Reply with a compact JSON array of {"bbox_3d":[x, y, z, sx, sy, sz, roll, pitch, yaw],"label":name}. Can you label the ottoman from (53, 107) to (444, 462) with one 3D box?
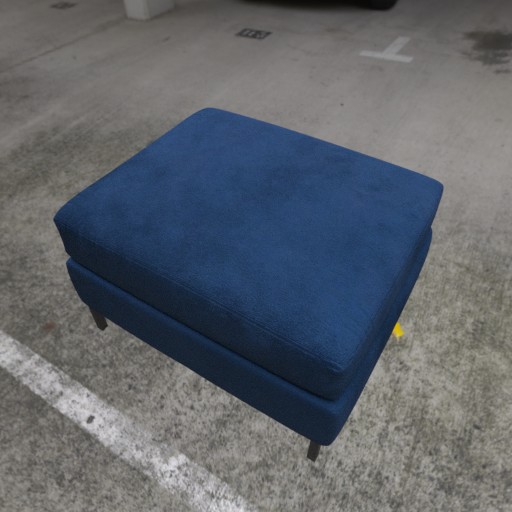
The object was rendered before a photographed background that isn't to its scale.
[{"bbox_3d":[0.000,0.000,1.203,0.794,0.485,0.655,24,51,21],"label":"ottoman"}]
